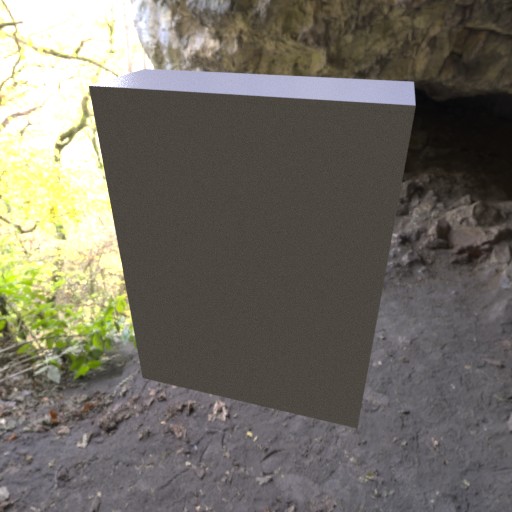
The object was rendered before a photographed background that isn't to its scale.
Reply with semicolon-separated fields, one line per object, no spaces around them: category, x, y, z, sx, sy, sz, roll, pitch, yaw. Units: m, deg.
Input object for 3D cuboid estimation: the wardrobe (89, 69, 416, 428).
wardrobe;0.000;0.000;1.624;0.900;1.200;0.360;9;32;14
